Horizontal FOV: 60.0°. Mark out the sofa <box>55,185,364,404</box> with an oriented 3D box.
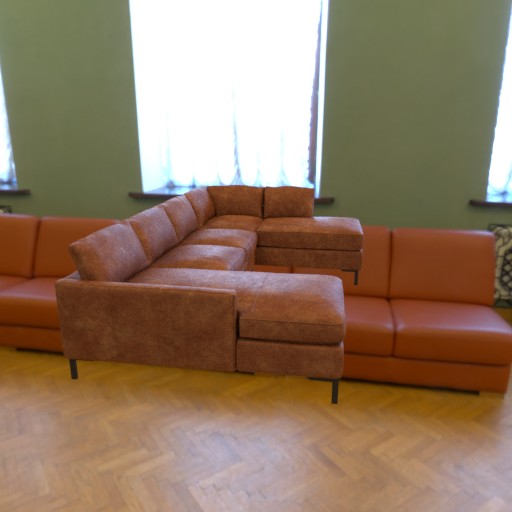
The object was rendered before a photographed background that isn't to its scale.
[{"bbox_3d":[0.000,0.000,3.892,1.939,0.900,2.956,3,16,9],"label":"sofa"}]
